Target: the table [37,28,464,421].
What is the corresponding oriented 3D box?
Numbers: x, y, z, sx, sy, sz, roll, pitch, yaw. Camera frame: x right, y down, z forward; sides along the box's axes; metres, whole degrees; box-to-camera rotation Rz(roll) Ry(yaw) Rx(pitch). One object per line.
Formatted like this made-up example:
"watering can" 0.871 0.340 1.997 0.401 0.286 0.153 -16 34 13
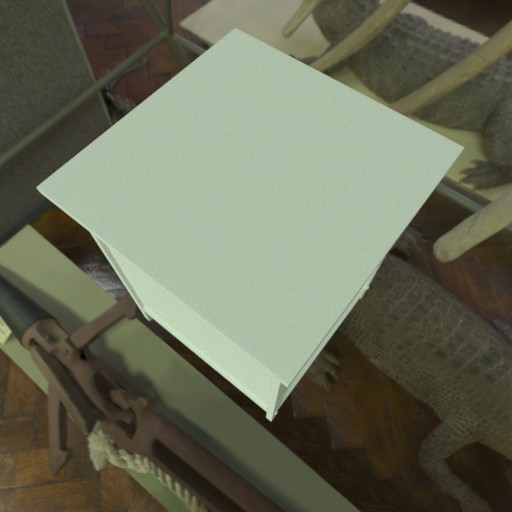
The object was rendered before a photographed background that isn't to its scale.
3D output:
"table" 0.000 0.000 0.766 0.381 0.483 0.381 35 68 17
